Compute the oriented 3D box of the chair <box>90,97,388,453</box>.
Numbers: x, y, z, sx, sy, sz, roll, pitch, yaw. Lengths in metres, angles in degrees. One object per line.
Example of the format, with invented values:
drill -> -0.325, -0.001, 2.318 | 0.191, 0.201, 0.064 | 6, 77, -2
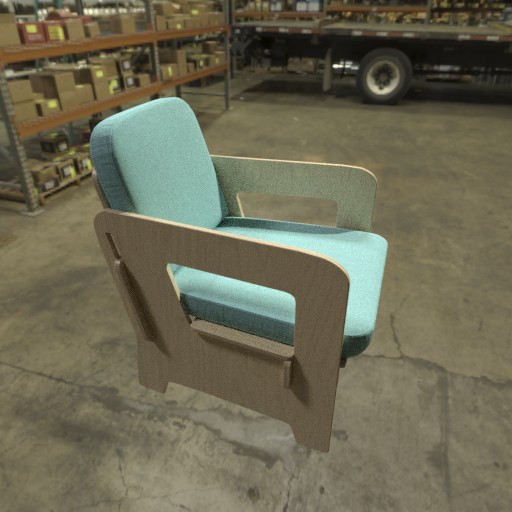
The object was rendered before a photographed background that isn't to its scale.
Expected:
chair -> 0.000, 0.000, 1.272 | 0.710, 0.800, 0.590 | 10, 32, 16
